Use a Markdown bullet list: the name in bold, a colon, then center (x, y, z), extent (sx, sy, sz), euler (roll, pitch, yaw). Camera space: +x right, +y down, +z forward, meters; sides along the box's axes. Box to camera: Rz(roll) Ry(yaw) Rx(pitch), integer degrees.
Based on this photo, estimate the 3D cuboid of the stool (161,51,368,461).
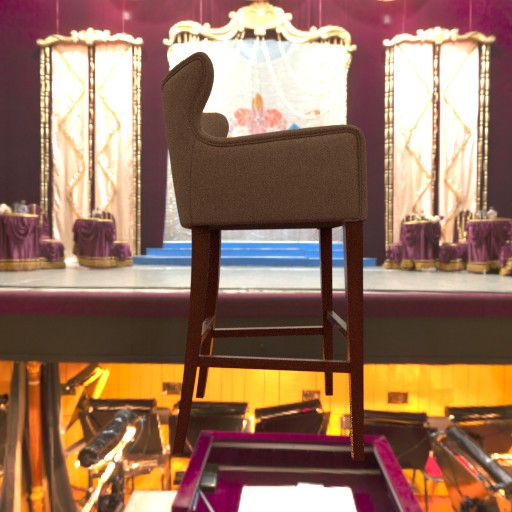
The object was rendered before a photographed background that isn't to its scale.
- **stool**: center (0.000, 0.000, 1.398), extent (0.575, 1.047, 0.575), euler (0, 1, 1)
